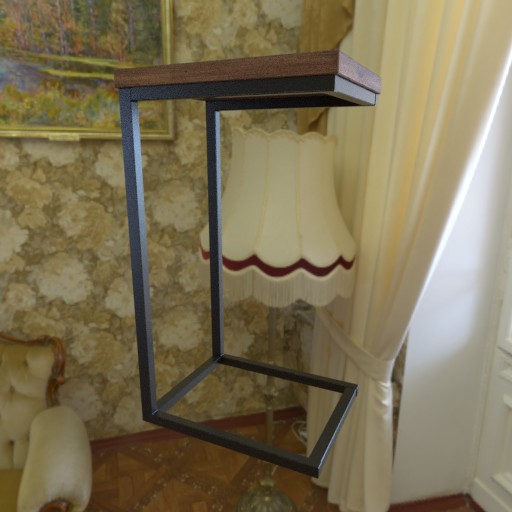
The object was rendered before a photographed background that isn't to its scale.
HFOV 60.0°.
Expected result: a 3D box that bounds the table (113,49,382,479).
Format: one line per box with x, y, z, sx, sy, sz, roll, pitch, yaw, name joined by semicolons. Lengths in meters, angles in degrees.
0.000;0.000;0.935;0.414;0.718;0.323;7;16;25;table
